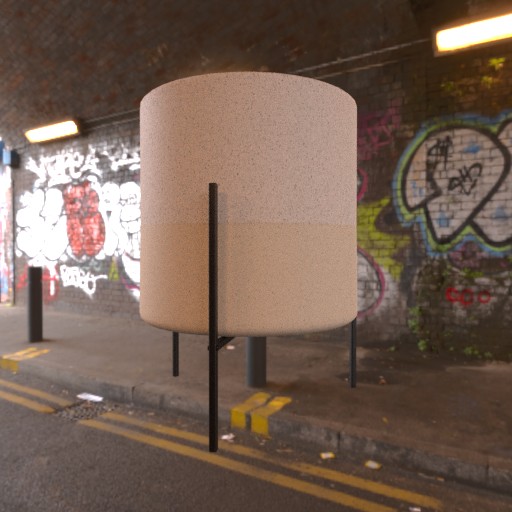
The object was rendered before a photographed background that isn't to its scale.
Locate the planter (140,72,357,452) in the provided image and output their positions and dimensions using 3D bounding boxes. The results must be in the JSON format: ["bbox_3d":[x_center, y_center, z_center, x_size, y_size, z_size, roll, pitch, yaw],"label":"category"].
[{"bbox_3d":[0.000,0.000,0.658,0.335,0.423,0.313,0,1,-19],"label":"planter"}]
